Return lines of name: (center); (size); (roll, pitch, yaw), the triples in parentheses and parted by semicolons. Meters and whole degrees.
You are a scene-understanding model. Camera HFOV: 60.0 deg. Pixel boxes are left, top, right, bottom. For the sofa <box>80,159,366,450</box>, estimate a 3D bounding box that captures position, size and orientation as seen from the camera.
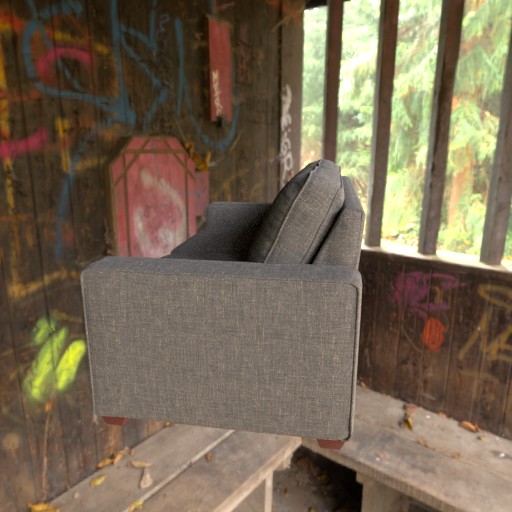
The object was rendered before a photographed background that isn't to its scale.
sofa: (0.000, 0.000, 2.229); (0.947, 0.918, 1.709); (2, 15, 9)
